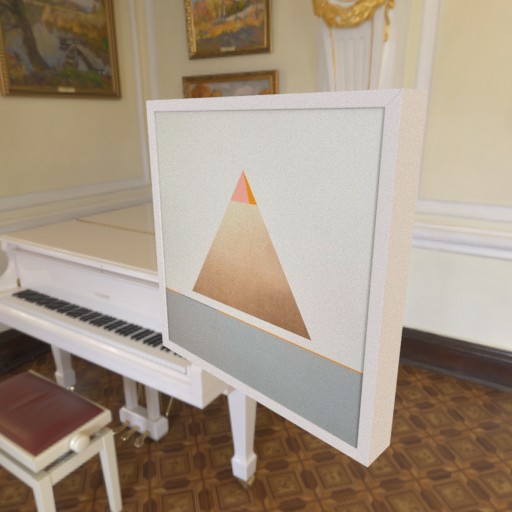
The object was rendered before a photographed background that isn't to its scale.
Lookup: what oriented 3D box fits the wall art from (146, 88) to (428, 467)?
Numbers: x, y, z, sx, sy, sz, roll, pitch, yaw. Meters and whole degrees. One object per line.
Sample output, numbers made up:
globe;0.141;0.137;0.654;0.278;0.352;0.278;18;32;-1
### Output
wall art;0.000;0.000;0.449;0.305;0.304;0.038;16;24;42
